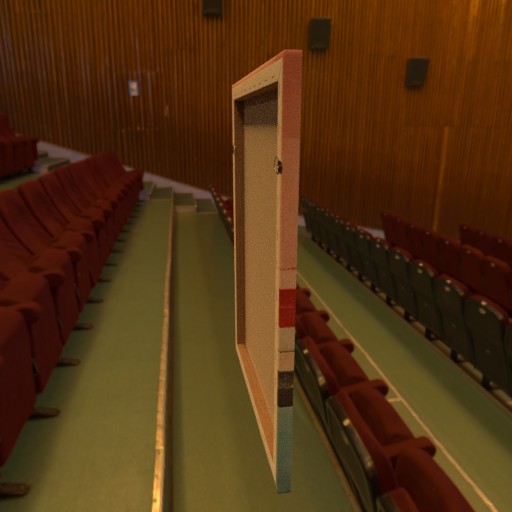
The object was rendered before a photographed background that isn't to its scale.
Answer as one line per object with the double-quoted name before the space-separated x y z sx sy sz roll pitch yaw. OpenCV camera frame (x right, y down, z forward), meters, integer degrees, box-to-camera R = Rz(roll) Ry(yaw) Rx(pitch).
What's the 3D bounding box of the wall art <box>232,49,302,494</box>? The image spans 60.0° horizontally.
"wall art" 0.000 0.000 1.324 0.039 1.016 0.761 -3 17 -10
